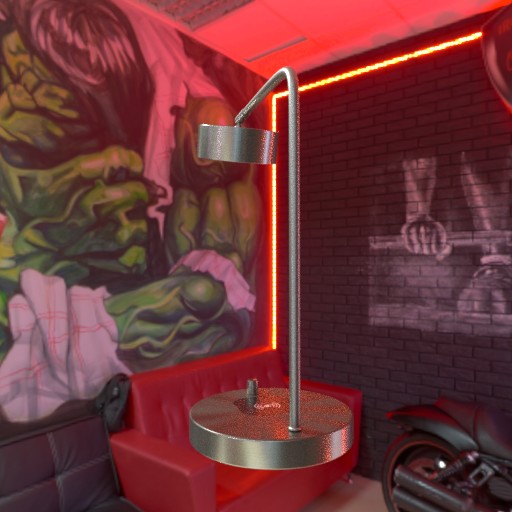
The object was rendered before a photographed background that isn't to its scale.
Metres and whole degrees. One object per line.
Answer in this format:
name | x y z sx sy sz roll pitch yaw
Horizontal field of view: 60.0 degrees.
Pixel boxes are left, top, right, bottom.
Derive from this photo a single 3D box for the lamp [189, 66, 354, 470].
lamp | 0.000 0.000 0.644 0.211 0.469 0.334 1 -2 -18
